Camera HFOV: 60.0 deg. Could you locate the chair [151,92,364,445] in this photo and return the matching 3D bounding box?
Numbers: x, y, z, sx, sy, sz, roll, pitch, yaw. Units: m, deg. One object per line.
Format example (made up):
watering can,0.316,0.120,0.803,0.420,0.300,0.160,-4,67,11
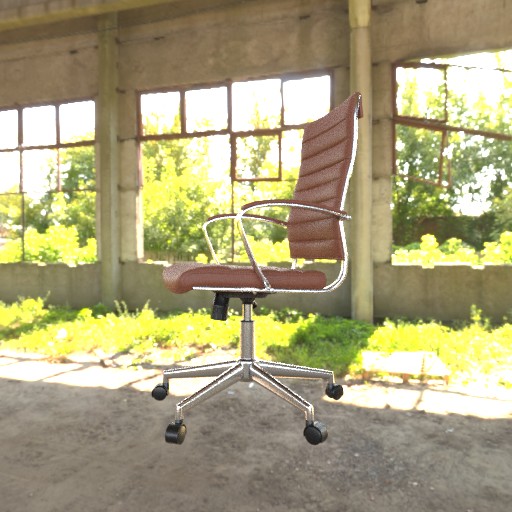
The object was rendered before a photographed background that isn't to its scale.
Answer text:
chair,0.000,0.000,1.666,0.739,1.149,0.766,0,1,-18
